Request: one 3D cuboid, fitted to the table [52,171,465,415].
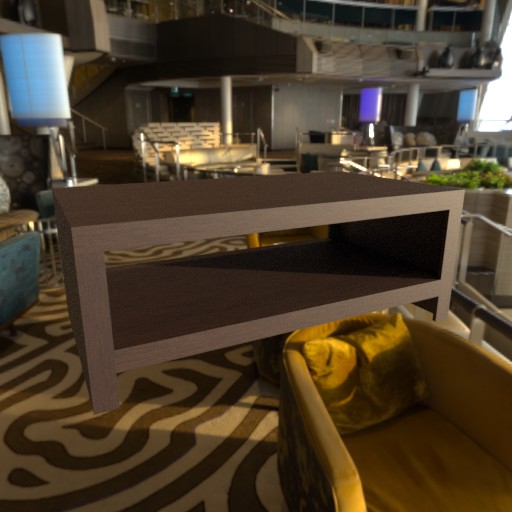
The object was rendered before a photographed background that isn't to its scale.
[{"bbox_3d":[0.000,0.000,1.402,1.099,0.424,0.597,-8,19,-26],"label":"table"}]
